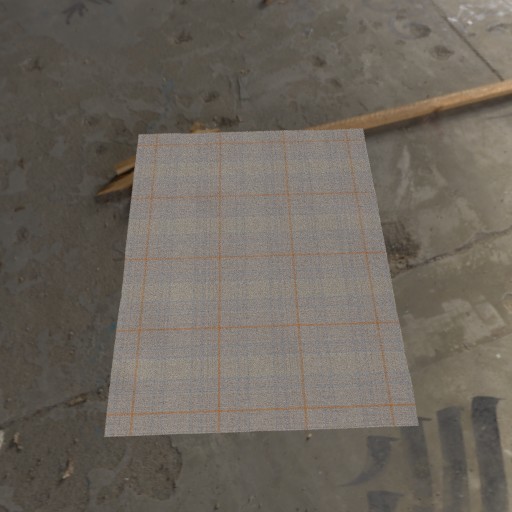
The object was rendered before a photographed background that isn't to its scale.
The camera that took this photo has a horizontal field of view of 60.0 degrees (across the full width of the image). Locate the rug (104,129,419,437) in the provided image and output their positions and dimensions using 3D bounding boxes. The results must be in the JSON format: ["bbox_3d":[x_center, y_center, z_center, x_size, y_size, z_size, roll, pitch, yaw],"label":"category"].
[{"bbox_3d":[0.000,0.000,4.125,2.448,0.021,3.051,-2,63,-1],"label":"rug"}]
